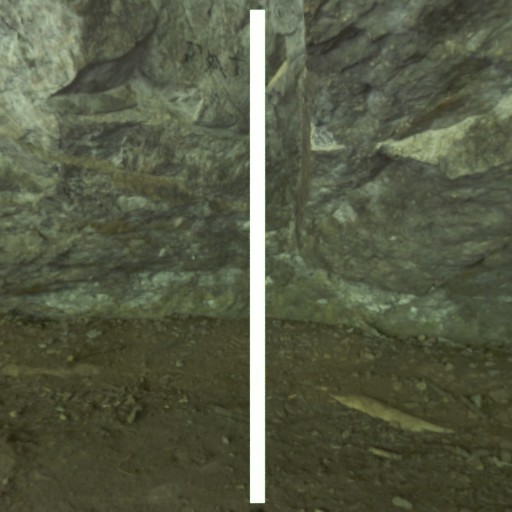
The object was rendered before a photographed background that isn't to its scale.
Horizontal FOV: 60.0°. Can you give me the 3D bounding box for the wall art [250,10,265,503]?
[{"bbox_3d":[0.000,0.000,0.540,0.013,0.433,0.303,0,1,-1],"label":"wall art"}]
